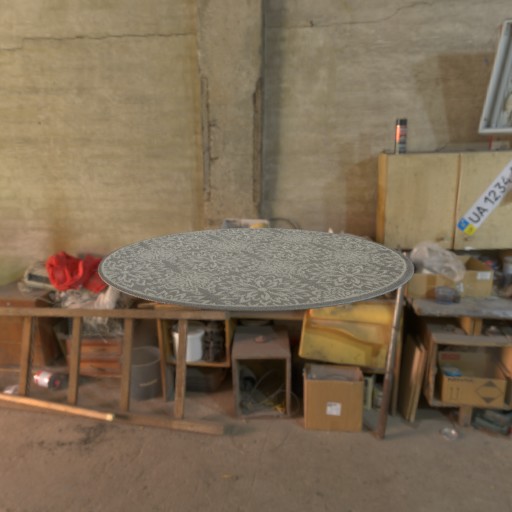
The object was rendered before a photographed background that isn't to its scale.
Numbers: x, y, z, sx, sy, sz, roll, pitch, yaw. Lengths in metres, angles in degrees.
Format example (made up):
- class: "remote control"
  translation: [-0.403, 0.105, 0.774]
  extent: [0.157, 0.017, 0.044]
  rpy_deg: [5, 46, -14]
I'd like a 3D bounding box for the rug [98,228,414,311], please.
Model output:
- class: "rug"
  translation: [0.000, 0.000, 2.363]
  extent: [1.593, 0.012, 1.593]
  rpy_deg: [0, 14, 0]
